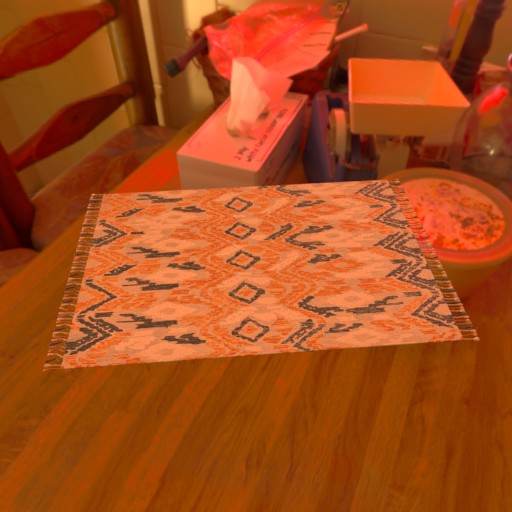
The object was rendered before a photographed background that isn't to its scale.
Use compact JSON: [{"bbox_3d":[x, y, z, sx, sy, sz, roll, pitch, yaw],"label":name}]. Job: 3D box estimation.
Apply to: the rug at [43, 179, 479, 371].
[{"bbox_3d":[0.000,0.000,2.970,2.428,0.010,1.533,-3,46,-3],"label":"rug"}]
